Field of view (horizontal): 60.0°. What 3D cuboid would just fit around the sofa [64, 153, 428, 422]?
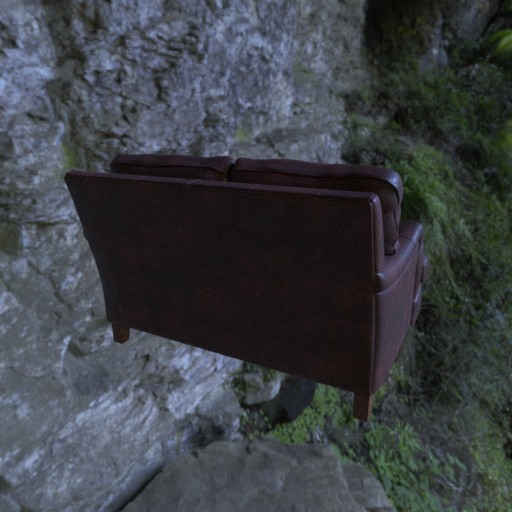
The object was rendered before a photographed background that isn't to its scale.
[{"bbox_3d":[0.000,0.000,2.385,1.628,1.070,1.148,9,19,28],"label":"sofa"}]
